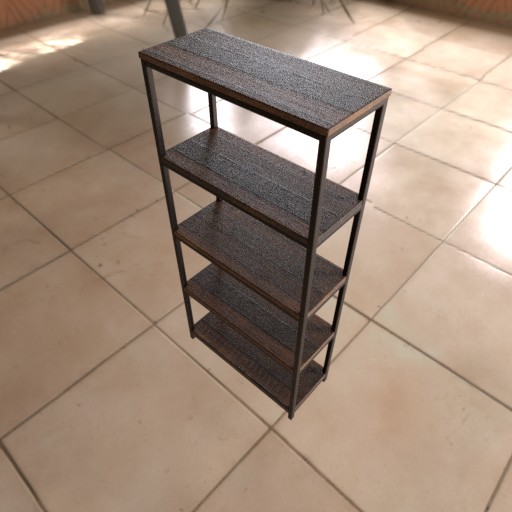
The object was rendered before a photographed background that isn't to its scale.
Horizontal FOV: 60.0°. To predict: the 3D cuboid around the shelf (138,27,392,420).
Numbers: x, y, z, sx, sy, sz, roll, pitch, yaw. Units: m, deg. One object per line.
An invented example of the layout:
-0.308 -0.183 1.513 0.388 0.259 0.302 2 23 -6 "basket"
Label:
0.000 0.000 2.217 0.874 1.860 0.359 32 53 28 "shelf"
